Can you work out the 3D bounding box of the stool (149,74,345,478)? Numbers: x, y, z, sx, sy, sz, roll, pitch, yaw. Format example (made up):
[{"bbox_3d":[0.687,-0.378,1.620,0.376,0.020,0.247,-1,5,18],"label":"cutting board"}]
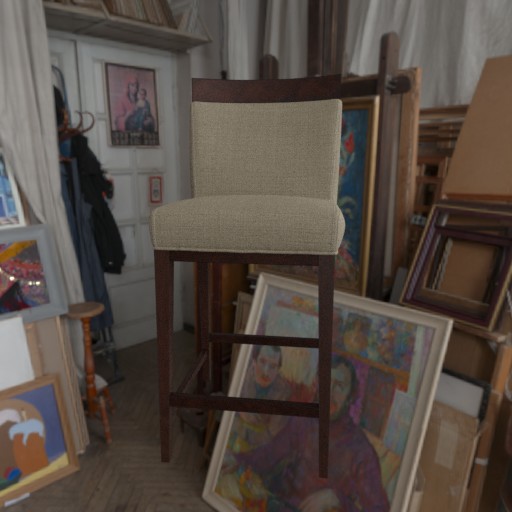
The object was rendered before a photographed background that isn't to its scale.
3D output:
[{"bbox_3d":[0.000,0.000,1.244,0.463,1.011,0.480,2,13,8],"label":"stool"}]
